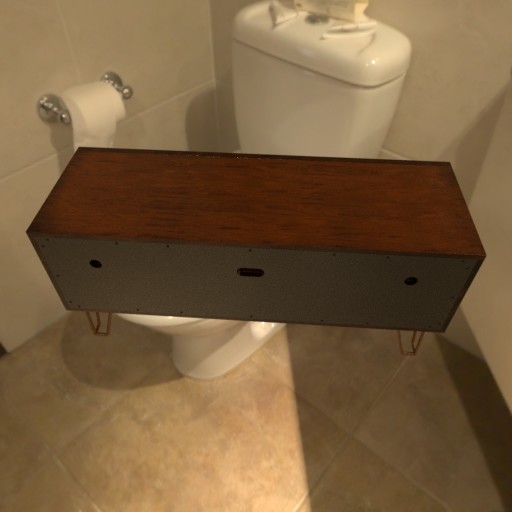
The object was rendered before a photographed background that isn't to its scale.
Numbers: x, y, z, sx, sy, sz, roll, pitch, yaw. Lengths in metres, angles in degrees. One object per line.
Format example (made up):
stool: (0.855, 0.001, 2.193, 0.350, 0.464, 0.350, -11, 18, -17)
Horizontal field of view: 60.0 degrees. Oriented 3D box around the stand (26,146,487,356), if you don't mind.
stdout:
stand: (0.000, 0.000, 1.700, 1.372, 0.610, 0.481, 3, 47, 3)
